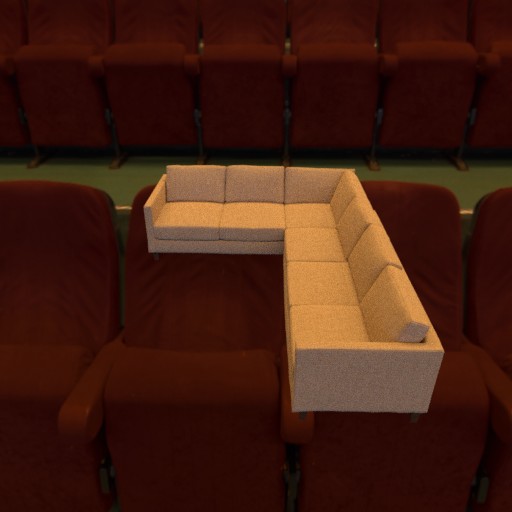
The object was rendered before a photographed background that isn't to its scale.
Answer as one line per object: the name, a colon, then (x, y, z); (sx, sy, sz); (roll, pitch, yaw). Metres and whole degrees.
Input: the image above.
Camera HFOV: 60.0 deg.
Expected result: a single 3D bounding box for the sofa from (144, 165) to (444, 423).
sofa: (0.000, 0.000, 4.252); (2.432, 0.863, 3.182); (1, 30, 1)
